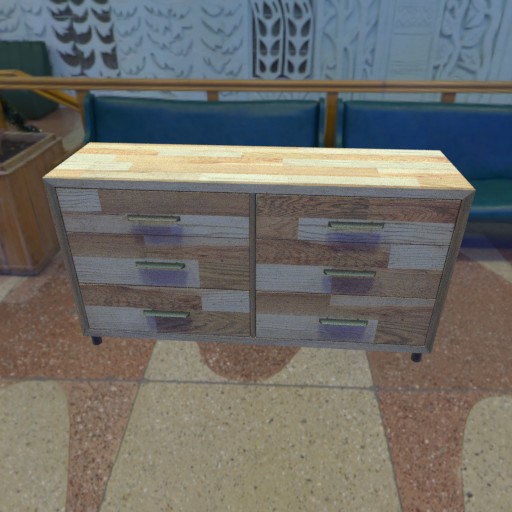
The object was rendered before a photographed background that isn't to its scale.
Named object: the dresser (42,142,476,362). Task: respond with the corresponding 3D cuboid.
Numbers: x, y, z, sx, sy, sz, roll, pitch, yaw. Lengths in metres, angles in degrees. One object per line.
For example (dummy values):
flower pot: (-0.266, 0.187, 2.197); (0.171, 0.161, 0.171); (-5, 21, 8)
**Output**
dresser: (0.000, 0.000, 1.959); (1.547, 0.834, 0.487); (2, 31, 4)
